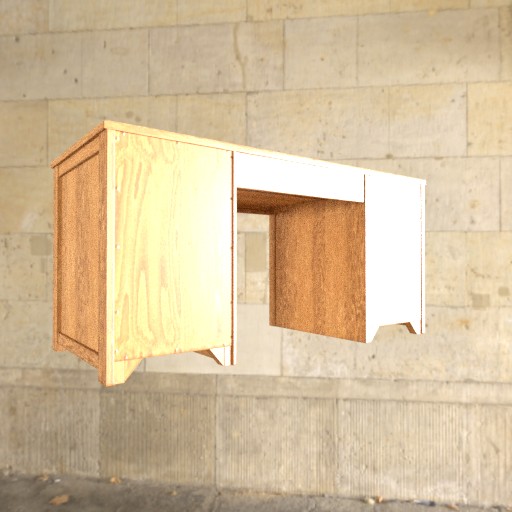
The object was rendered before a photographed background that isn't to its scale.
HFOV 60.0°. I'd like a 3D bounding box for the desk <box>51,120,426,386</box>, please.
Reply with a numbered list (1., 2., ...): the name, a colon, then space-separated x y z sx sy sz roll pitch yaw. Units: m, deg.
1. desk: 0.000 0.000 1.981 1.567 0.751 0.685 1 -1 -36
